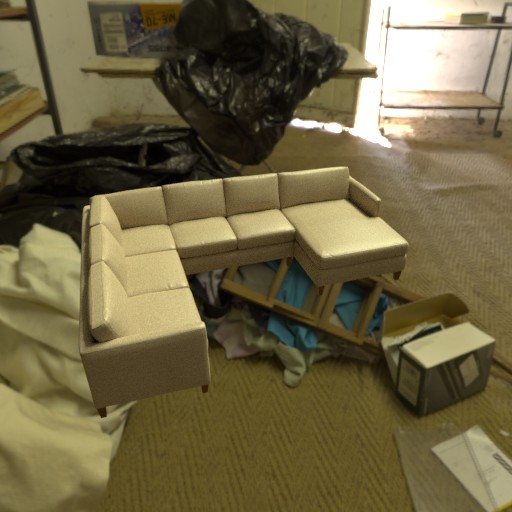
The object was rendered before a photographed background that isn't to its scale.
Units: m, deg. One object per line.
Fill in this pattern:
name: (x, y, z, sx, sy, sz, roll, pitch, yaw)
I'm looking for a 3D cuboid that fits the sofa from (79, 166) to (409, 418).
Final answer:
sofa: (0.000, 0.000, 4.727, 3.460, 0.961, 2.594, -10, 33, -15)
